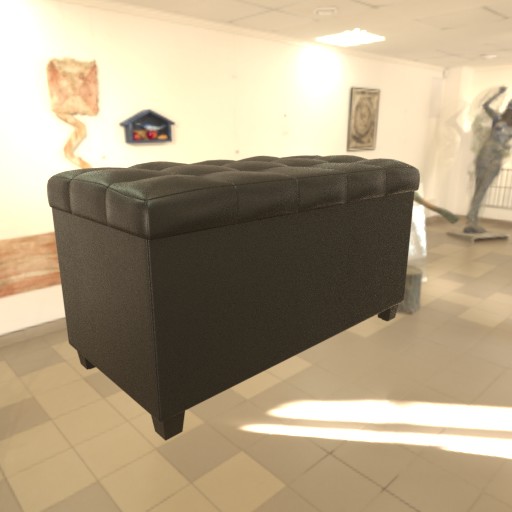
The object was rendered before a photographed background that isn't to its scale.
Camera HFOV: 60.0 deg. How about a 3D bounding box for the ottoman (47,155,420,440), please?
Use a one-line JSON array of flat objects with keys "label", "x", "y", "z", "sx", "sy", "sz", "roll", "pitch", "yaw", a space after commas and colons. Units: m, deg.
[{"label": "ottoman", "x": 0.000, "y": 0.000, "z": 1.114, "sx": 0.838, "sy": 0.470, "sz": 0.432, "roll": -14, "pitch": 21, "yaw": -41}]
